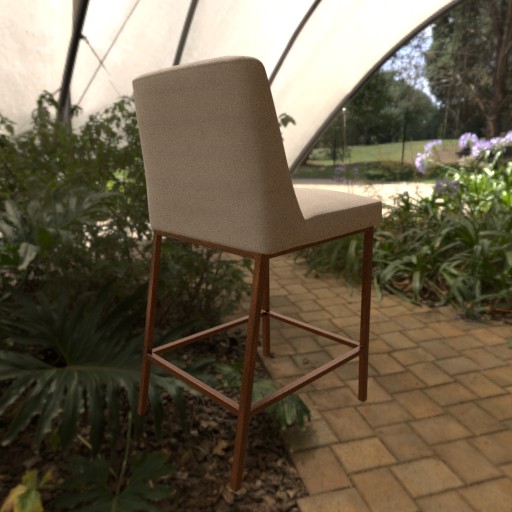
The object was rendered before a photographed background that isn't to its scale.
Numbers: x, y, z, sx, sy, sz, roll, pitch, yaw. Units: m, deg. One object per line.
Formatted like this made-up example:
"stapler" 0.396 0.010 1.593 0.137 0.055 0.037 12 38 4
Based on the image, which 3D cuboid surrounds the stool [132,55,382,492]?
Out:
"stool" 0.000 0.000 1.283 0.576 0.973 0.507 -13 19 -43
